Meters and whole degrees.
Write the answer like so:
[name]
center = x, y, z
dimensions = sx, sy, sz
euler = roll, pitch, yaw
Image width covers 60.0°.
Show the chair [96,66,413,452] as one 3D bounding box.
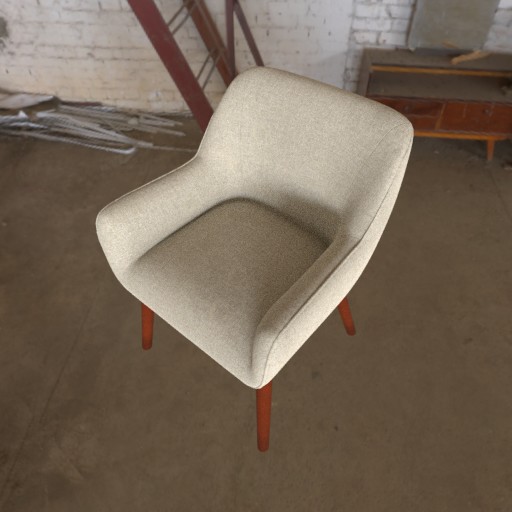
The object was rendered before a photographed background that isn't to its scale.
[chair]
center = 0.000, 0.000, 1.271
dimensions = 0.610, 0.813, 0.610
euler = 31, 53, 27
